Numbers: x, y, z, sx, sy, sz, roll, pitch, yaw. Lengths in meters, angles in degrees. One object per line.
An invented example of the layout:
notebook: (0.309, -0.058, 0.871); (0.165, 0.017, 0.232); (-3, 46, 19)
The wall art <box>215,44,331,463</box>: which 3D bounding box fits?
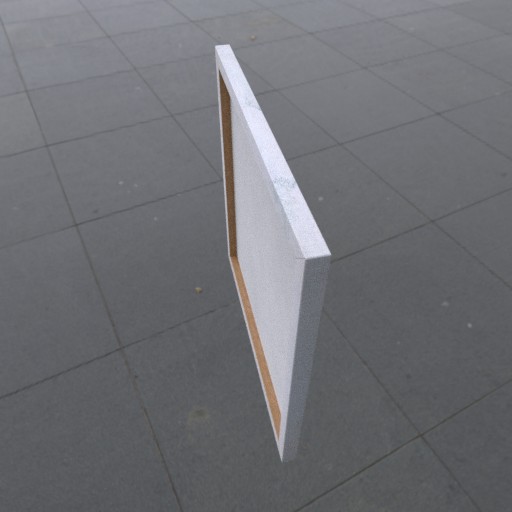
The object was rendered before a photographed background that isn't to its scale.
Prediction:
wall art: (0.000, 0.000, 1.131); (0.038, 0.762, 0.762); (-9, 47, -9)
